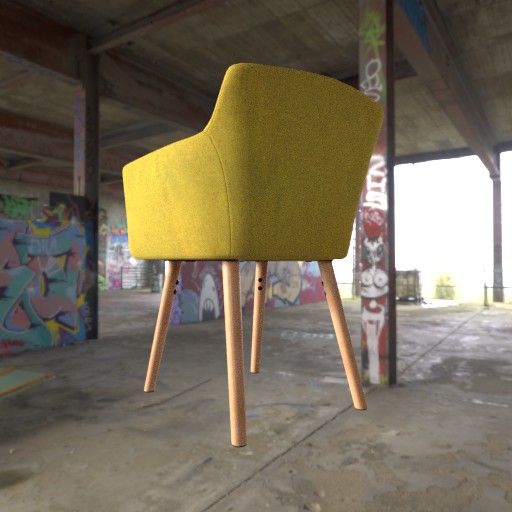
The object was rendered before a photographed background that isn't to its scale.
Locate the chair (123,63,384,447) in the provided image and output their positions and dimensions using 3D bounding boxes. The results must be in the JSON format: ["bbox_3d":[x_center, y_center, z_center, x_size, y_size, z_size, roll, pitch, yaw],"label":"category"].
[{"bbox_3d":[0.000,0.000,1.183,0.570,0.780,0.570,1,-1,-36],"label":"chair"}]
